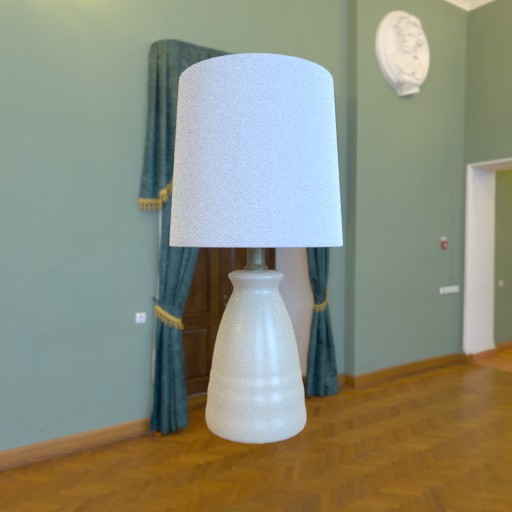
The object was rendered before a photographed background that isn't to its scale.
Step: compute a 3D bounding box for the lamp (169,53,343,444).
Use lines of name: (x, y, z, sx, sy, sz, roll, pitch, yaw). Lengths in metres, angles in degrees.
lamp: (0.000, 0.000, 0.485, 0.186, 0.369, 0.186, 0, 2, 0)
